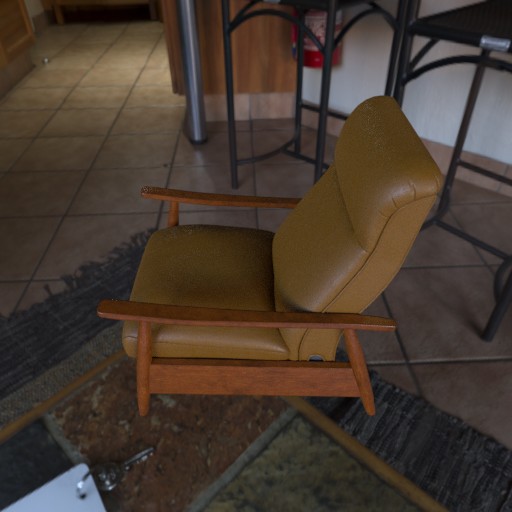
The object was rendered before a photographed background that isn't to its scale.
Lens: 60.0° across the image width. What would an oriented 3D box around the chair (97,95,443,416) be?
[{"bbox_3d":[0.000,0.000,1.741,1.014,1.082,0.762,0,40,0],"label":"chair"}]
